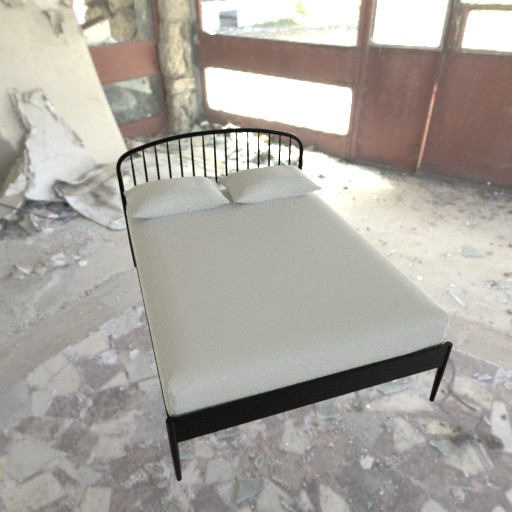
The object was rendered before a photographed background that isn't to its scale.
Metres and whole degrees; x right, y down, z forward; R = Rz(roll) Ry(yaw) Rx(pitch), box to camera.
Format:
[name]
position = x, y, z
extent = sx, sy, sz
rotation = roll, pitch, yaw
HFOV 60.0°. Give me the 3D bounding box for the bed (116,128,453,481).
[bed]
position = 0.000, 0.000, 3.066
extent = 1.618, 1.166, 2.159
rotation = -10, 34, -16
